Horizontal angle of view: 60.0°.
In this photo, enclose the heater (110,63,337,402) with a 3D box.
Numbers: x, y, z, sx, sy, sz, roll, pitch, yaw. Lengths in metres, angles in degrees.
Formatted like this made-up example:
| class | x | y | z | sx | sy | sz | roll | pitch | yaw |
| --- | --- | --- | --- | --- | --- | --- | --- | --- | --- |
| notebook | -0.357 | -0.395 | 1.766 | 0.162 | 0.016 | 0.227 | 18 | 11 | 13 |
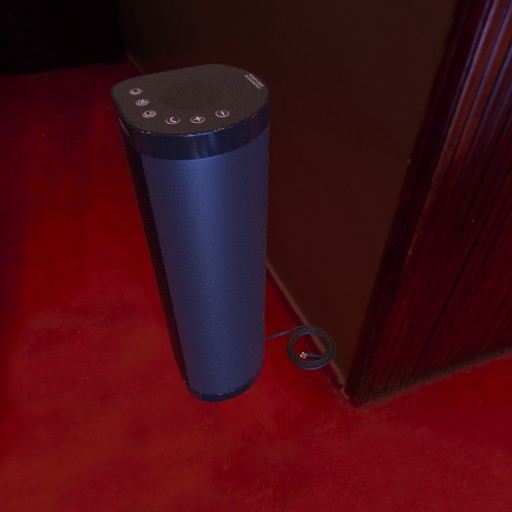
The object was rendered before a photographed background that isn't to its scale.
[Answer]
| class | x | y | z | sx | sy | sz | roll | pitch | yaw |
| --- | --- | --- | --- | --- | --- | --- | --- | --- | --- |
| heater | 0.000 | 0.000 | 0.703 | 0.312 | 0.552 | 0.174 | -18 | 48 | -17 |
